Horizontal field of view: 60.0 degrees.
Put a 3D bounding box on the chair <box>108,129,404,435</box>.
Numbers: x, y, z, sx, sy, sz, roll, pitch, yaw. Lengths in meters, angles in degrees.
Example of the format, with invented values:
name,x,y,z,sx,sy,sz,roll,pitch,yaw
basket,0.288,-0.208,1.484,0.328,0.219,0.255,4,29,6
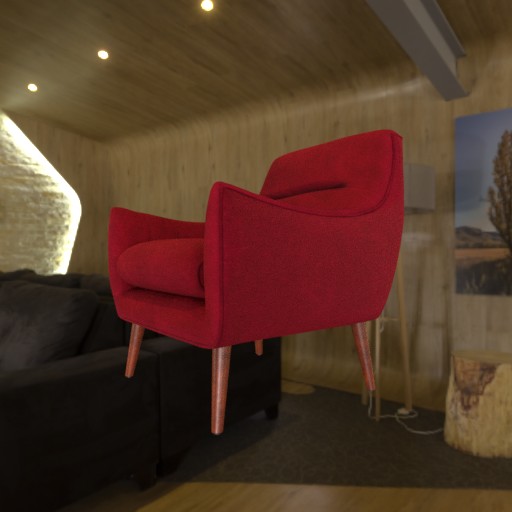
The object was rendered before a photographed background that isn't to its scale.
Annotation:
name,x,y,z,sx,sy,sz,roll,pitch,yaw
chair,0.000,0.000,1.482,0.787,0.838,0.762,0,1,-36
